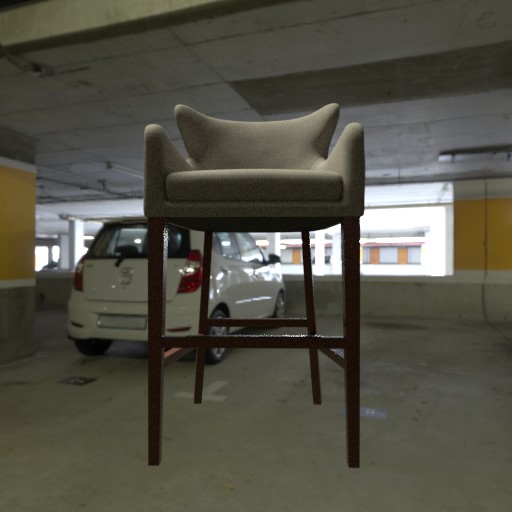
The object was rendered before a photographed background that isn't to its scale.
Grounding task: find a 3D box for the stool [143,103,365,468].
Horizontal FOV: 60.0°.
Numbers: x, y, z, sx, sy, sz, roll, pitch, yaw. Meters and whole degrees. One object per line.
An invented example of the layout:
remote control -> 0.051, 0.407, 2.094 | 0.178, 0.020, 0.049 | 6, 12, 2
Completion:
stool -> 0.000, 0.000, 1.381 | 0.575, 1.047, 0.575 | 0, -1, 1
